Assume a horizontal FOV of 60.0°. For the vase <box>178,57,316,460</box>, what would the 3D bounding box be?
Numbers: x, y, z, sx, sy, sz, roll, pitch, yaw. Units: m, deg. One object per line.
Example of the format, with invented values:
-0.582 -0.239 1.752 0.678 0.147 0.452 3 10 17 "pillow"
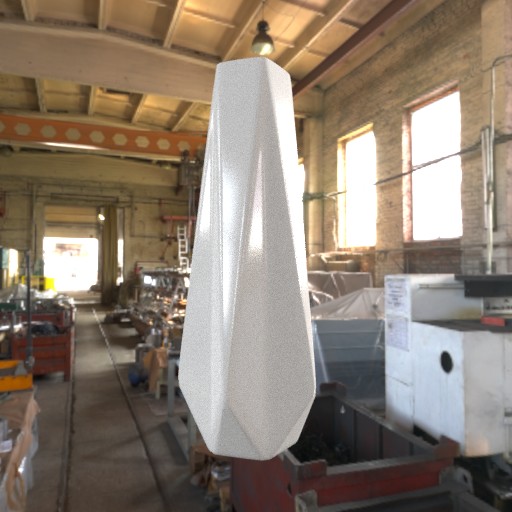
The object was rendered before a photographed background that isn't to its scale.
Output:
0.000 0.000 0.392 0.116 0.329 0.122 -1 -2 35 "vase"
